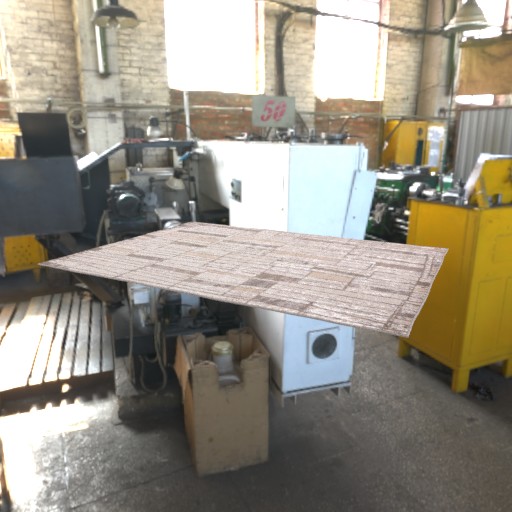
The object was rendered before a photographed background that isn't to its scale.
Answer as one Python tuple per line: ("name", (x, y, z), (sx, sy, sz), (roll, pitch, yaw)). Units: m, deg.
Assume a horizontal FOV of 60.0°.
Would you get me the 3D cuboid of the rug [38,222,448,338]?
("rug", (0.000, 0.000, 4.439), (3.357, 0.019, 2.449), (8, 17, 27))
